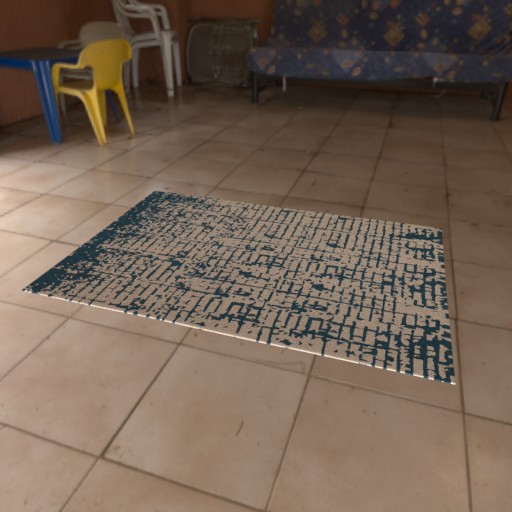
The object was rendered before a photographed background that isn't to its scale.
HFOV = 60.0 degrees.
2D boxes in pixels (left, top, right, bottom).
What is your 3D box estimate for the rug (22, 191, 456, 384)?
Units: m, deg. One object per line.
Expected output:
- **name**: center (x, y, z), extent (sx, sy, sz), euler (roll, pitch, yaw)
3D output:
- **rug**: center (0.000, 0.000, 2.256), extent (1.828, 0.007, 1.220), euler (9, 32, 15)
